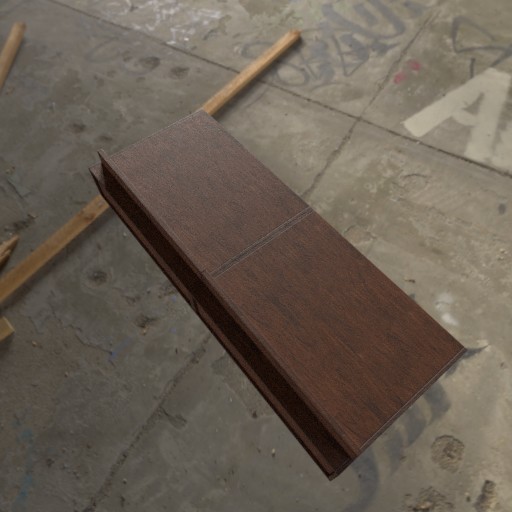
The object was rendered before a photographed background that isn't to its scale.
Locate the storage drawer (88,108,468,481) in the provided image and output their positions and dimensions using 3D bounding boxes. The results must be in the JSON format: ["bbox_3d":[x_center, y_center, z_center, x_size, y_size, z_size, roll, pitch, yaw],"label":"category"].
[{"bbox_3d":[0.000,0.000,2.196,0.774,0.339,1.914,-34,64,-19],"label":"storage drawer"}]
